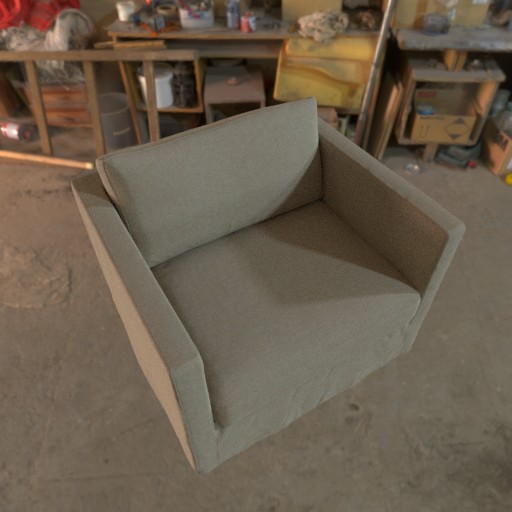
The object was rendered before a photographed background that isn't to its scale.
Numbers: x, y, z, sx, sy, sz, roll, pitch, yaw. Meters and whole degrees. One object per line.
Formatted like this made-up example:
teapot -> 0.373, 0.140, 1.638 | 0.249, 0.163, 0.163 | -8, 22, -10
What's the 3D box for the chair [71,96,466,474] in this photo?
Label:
chair -> 0.000, 0.000, 1.685 | 1.057, 0.863, 0.949 | -23, 51, -21
